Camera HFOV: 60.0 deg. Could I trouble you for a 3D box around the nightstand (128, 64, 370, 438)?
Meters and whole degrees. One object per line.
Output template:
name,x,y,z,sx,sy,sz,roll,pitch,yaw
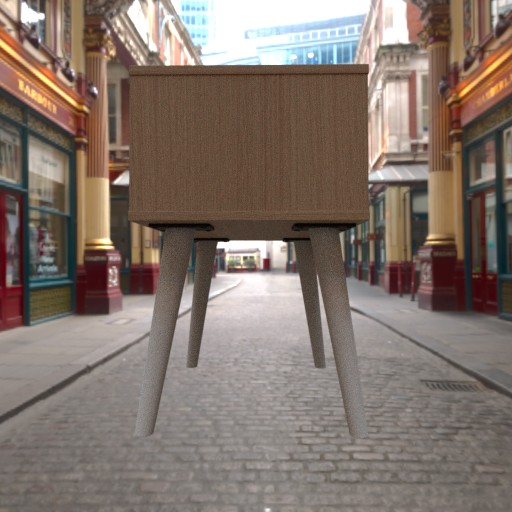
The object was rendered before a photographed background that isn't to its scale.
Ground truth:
nightstand,0.000,0.000,1.000,0.407,0.610,0.571,0,-1,1
